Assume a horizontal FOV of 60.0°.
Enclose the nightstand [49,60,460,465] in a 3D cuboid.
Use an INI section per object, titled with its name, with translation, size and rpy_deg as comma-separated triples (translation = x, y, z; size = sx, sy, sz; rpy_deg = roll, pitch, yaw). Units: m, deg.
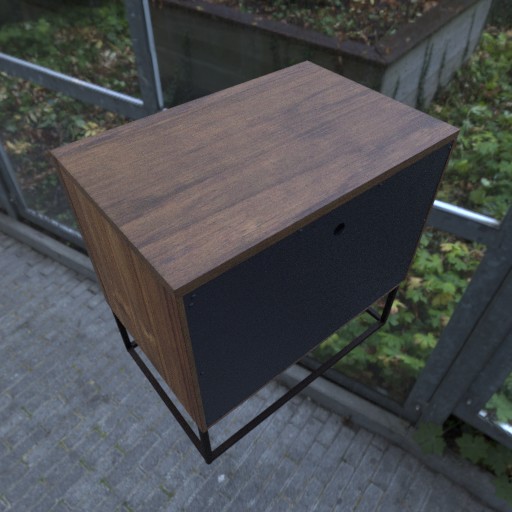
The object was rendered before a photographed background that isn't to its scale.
[nightstand]
translation = 0.000, 0.000, 1.007
size = 0.610, 0.610, 0.437
rpy_deg = -30, 52, -26
